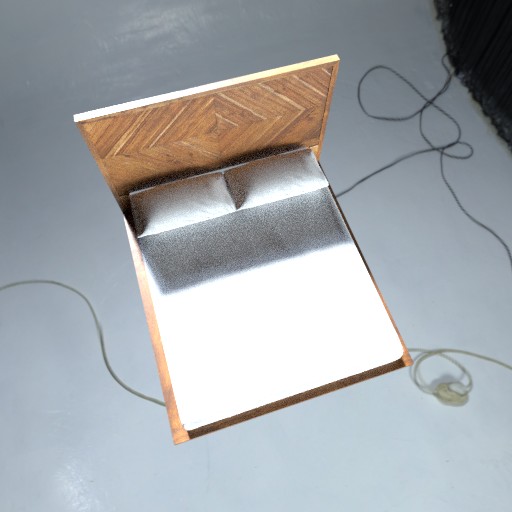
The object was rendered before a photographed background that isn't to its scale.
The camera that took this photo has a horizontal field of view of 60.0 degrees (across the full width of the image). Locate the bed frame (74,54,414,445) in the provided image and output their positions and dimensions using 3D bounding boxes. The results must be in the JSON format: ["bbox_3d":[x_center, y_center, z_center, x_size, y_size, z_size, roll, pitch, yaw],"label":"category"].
[{"bbox_3d":[0.000,0.000,3.554,2.038,1.537,2.235,-16,66,-8],"label":"bed frame"}]
